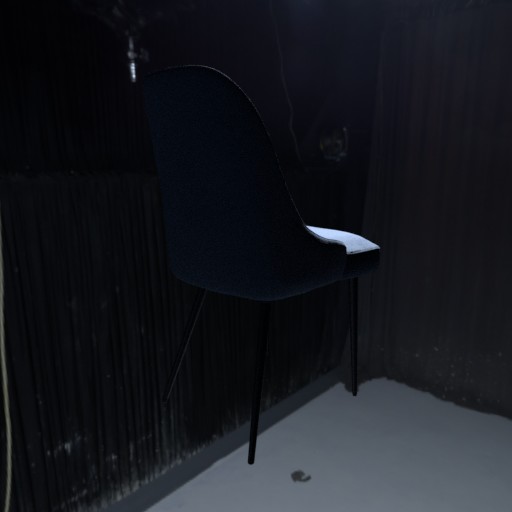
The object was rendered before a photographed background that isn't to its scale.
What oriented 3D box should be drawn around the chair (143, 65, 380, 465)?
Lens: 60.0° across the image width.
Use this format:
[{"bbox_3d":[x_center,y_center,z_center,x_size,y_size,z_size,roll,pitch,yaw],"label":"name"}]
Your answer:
[{"bbox_3d":[0.000,0.000,1.219,0.559,0.896,0.478,-13,19,-43],"label":"chair"}]
